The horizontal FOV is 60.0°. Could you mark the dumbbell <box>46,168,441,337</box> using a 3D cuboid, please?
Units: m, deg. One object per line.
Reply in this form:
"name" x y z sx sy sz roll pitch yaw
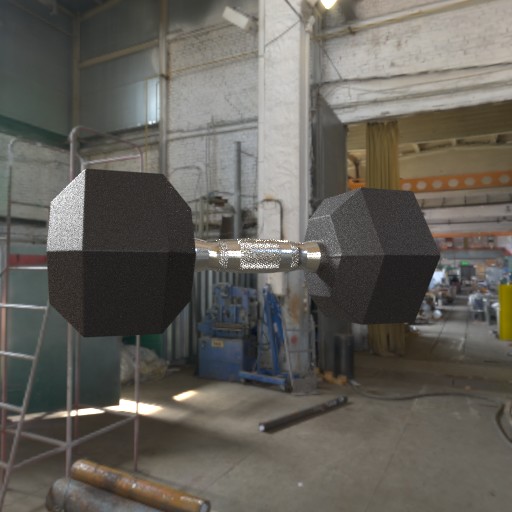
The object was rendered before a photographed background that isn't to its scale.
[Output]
"dumbbell" 0.000 0.000 0.402 0.337 0.123 0.142 1 -2 -19
